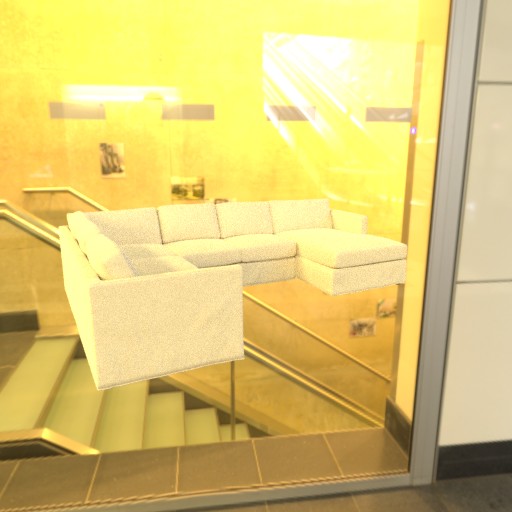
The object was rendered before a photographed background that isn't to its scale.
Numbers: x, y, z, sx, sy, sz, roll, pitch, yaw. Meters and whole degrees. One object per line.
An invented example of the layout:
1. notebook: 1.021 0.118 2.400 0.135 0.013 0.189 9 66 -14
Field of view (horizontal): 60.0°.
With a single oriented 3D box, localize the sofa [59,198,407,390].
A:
1. sofa: 0.000 0.000 4.459 3.460 0.882 2.427 -7 15 -27
